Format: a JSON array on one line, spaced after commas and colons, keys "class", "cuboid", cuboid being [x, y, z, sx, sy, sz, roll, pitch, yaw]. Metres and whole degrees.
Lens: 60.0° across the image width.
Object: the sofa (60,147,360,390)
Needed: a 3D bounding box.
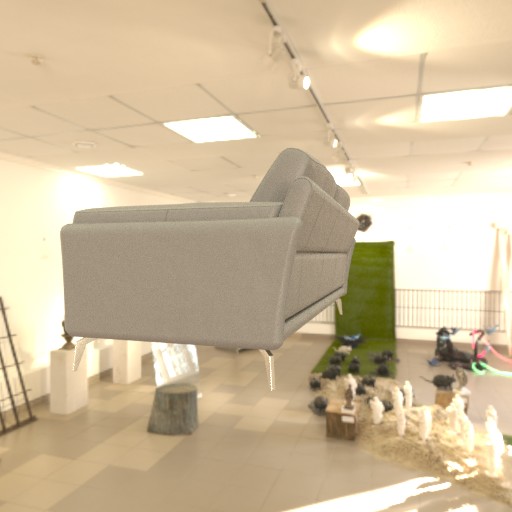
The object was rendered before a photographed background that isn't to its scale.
[{"class": "sofa", "cuboid": [0.000, 0.000, 2.637, 1.049, 0.930, 2.101, 0, 0, 18]}]
